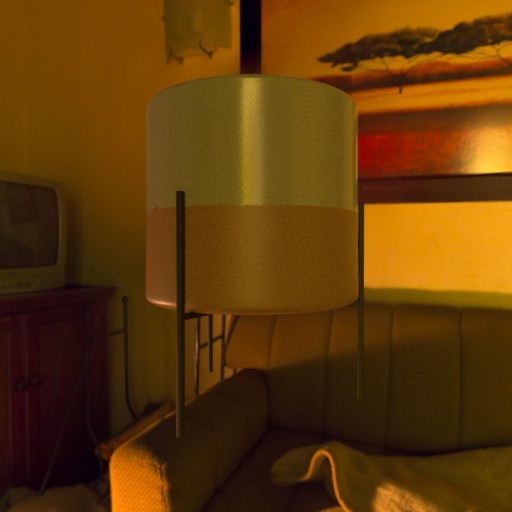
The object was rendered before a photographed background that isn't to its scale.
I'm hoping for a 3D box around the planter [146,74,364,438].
[{"bbox_3d":[0.000,0.000,0.745,0.360,0.480,0.348,0,1,1],"label":"planter"}]
